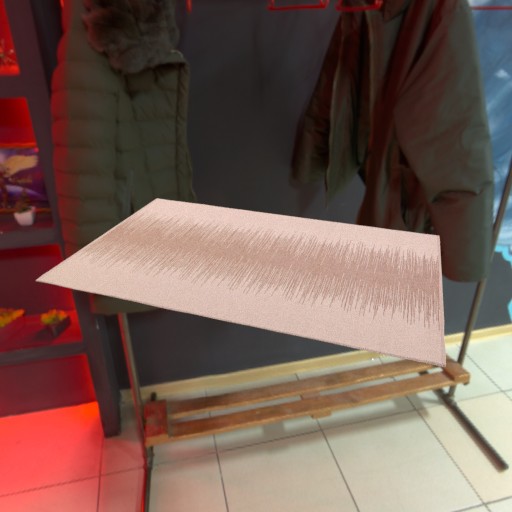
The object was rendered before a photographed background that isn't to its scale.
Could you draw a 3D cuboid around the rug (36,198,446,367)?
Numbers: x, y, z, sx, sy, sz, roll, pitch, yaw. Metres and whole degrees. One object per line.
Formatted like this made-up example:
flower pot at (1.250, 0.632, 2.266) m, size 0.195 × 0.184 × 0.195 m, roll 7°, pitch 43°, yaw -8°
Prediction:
rug at (0.000, 0.000, 3.093) m, size 2.440 × 0.012 × 1.522 m, roll 9°, pitch 30°, yaw 16°
